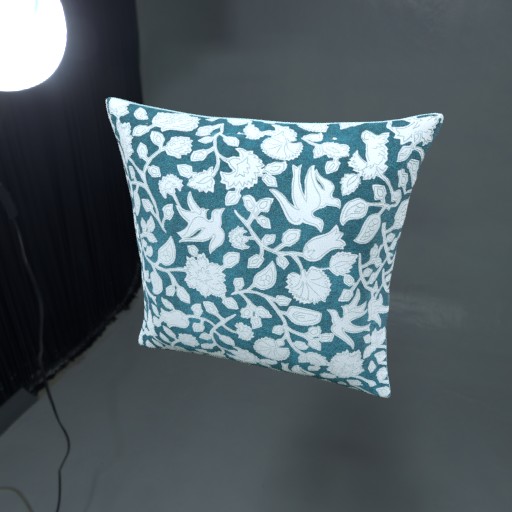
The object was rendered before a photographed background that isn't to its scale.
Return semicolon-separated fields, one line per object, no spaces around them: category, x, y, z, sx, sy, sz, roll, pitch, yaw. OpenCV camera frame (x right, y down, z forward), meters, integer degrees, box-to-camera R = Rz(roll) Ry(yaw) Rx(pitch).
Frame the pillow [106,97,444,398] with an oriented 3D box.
pillow;0.000;0.000;0.777;0.525;0.508;0.166;8;29;15
